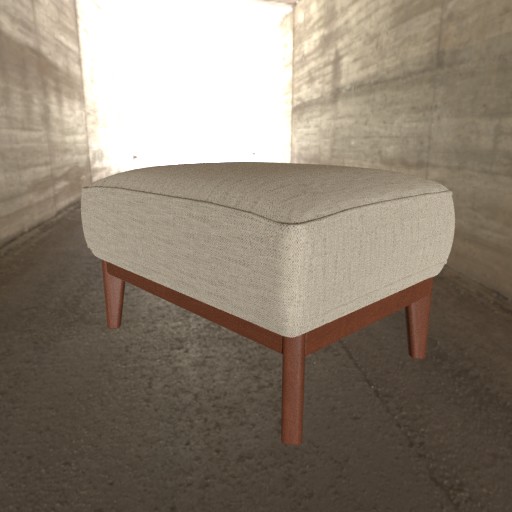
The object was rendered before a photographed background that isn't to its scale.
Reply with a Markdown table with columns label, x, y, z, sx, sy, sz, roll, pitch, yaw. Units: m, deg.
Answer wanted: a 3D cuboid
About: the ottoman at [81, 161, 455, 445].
| label | x | y | z | sx | sy | sz | roll | pitch | yaw |
| --- | --- | --- | --- | --- | --- | --- | --- | --- | --- |
| ottoman | 0.000 | 0.000 | 1.147 | 0.594 | 0.465 | 0.794 | -13 | 20 | -42 |
